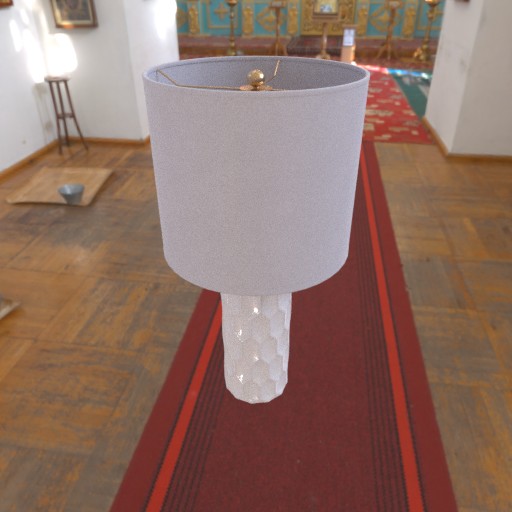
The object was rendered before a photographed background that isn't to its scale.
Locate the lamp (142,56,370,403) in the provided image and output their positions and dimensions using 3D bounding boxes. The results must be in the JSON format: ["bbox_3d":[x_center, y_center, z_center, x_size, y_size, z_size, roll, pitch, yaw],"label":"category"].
[{"bbox_3d":[0.000,0.000,0.686,0.277,0.537,0.277,-21,37,-31],"label":"lamp"}]
